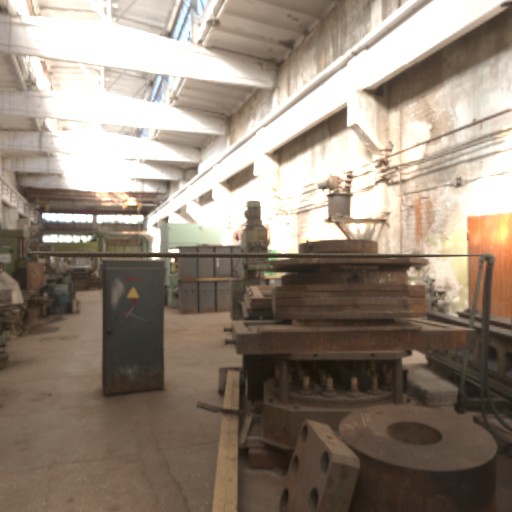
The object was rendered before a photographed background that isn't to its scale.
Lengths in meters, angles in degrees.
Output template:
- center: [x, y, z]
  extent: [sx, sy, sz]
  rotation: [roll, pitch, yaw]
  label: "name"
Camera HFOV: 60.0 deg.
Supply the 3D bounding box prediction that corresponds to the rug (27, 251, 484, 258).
- center: [0.000, 0.000, 3.547]
  extent: [3.048, 0.011, 1.546]
  rotation: [0, -1, -18]
  label: "rug"
